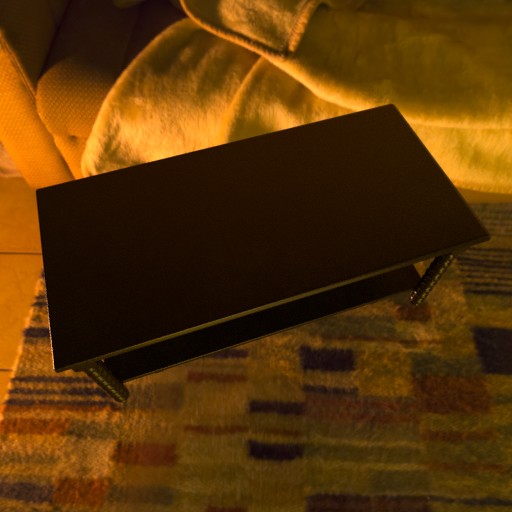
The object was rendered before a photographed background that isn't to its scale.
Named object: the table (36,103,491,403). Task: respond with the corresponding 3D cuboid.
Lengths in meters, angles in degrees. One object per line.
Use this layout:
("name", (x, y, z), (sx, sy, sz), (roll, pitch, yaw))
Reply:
("table", (0.000, 0.000, 1.456), (1.171, 0.487, 0.580), (-16, 60, -10))
